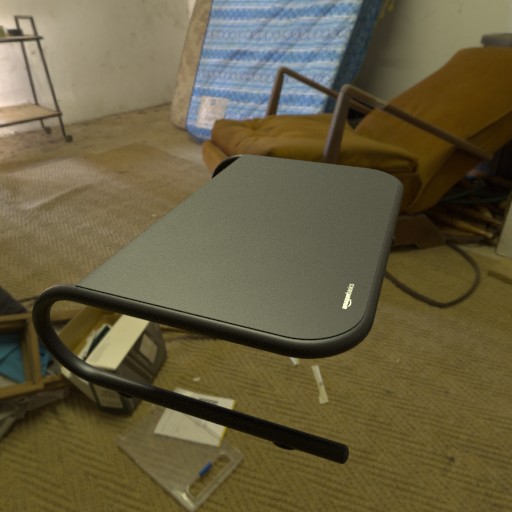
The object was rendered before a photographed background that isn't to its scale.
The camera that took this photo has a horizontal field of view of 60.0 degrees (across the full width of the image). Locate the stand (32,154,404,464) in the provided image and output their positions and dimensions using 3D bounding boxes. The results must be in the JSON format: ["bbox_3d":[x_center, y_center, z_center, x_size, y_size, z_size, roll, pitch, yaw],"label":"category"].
[{"bbox_3d":[0.000,0.000,0.492,0.280,0.108,0.370,11,32,18],"label":"stand"}]
